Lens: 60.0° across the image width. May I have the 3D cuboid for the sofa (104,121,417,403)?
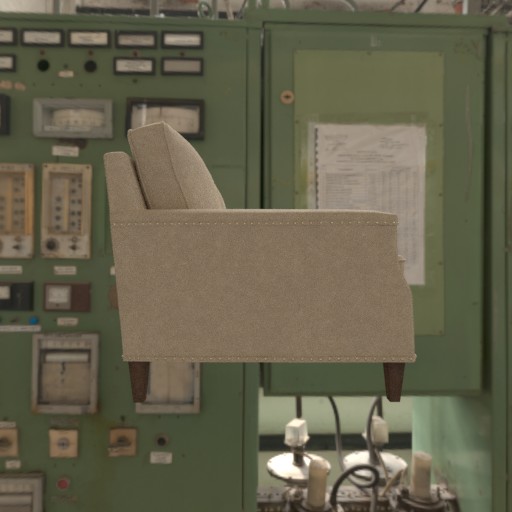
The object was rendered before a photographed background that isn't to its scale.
[{"bbox_3d":[0.000,0.000,2.260,1.084,1.002,1.597,0,0,0],"label":"sofa"}]
